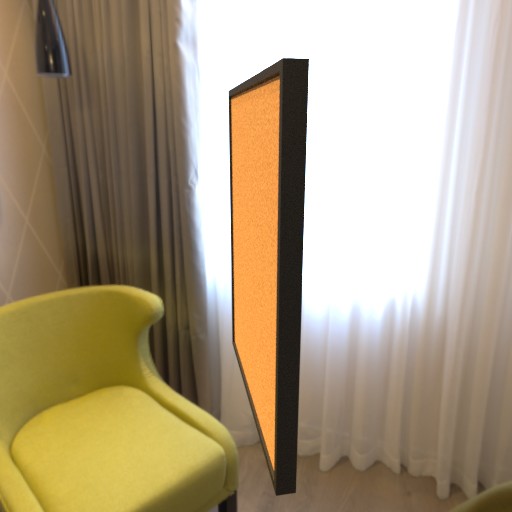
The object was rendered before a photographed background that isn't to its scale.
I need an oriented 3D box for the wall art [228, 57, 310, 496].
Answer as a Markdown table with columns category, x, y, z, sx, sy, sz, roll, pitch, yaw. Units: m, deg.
| category | x | y | z | sx | sy | sz | roll | pitch | yaw |
| --- | --- | --- | --- | --- | --- | --- | --- | --- | --- |
| wall art | 0.000 | 0.000 | 0.753 | 0.029 | 0.559 | 0.457 | -3 | 17 | -10 |
